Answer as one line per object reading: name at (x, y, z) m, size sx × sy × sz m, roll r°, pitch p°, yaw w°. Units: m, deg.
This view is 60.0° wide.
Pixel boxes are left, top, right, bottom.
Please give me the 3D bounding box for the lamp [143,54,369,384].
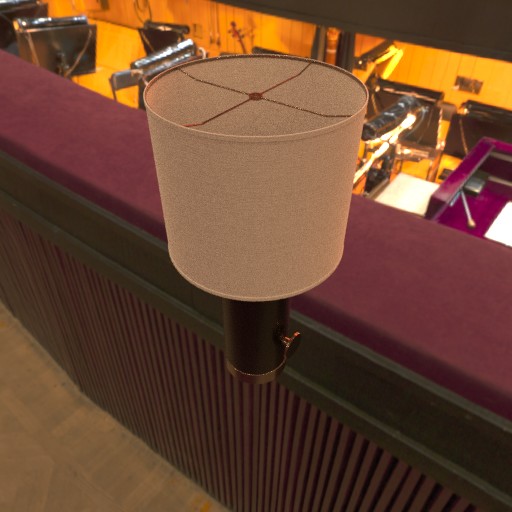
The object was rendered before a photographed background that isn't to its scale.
lamp at (0.000, 0.000, 0.638) m, size 0.240 × 0.482 × 0.241 m, roll 26°, pitch 47°, yaw 27°
